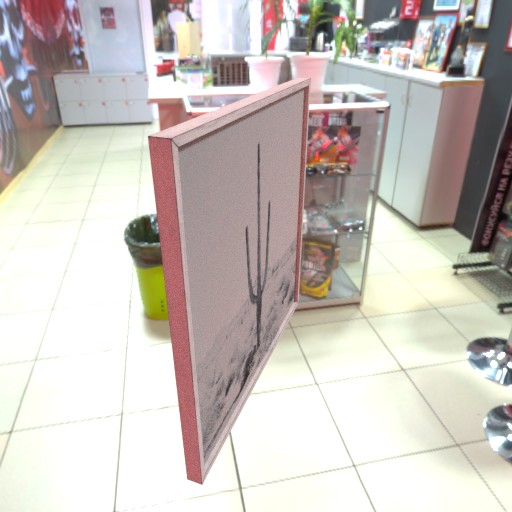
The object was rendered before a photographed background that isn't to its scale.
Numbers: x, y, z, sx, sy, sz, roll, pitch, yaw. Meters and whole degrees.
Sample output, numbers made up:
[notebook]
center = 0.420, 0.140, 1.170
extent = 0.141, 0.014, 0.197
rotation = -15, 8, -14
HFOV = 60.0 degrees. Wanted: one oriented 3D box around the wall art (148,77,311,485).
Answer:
[wall art]
center = 0.000, 0.000, 1.120
extent = 0.038, 0.762, 0.762
rotation = 10, 30, 18
